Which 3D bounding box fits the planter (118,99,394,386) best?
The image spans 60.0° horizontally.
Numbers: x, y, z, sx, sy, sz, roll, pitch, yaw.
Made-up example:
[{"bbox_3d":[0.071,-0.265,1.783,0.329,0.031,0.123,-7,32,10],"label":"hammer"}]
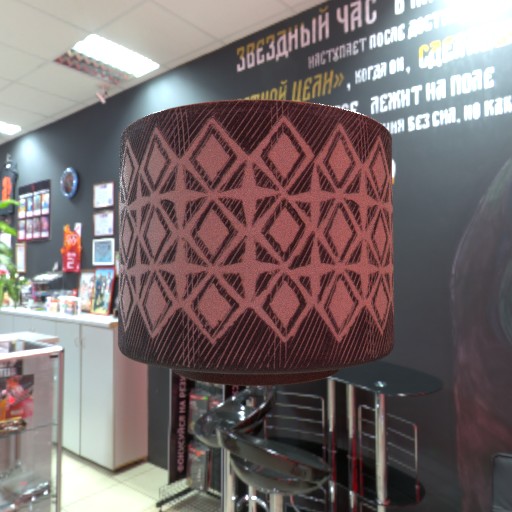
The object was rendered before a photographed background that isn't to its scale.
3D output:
[{"bbox_3d":[0.000,0.000,0.214,0.126,0.104,0.126,0,-2,0],"label":"planter"}]
